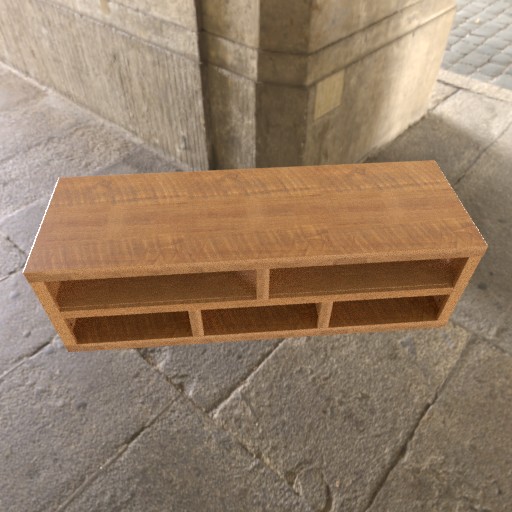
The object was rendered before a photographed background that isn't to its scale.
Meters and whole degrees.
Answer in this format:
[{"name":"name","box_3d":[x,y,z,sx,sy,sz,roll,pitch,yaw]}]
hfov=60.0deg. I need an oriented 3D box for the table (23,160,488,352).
[{"name":"table","box_3d":[0.000,0.000,1.771,1.499,0.491,0.499,-3,46,-3]}]
